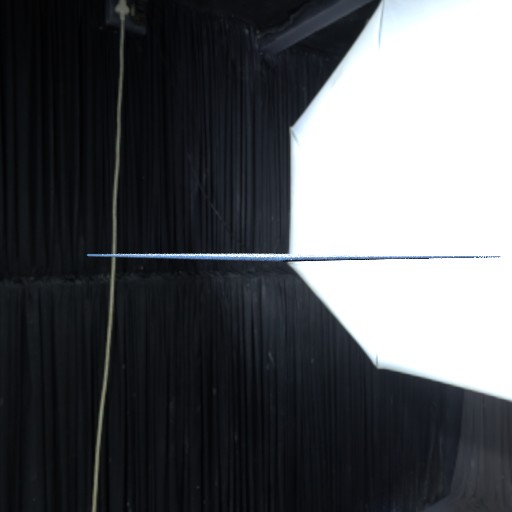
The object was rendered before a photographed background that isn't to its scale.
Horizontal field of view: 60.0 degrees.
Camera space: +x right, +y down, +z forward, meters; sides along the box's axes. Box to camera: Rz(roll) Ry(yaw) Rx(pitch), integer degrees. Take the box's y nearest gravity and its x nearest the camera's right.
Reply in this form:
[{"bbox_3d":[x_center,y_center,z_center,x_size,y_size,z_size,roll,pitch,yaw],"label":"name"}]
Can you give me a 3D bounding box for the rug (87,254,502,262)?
[{"bbox_3d":[0.000,0.000,2.941,1.526,0.015,2.441,0,1,-36],"label":"rug"}]
